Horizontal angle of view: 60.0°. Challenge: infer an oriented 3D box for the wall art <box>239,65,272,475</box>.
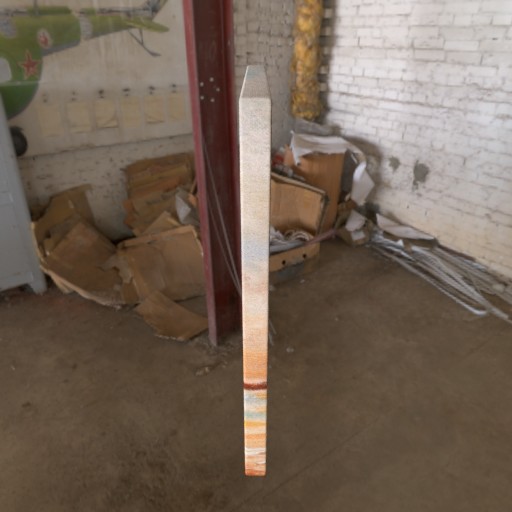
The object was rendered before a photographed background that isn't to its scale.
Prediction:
[{"bbox_3d":[0.000,0.000,0.803,0.035,0.605,0.443,0,27,0],"label":"wall art"}]
